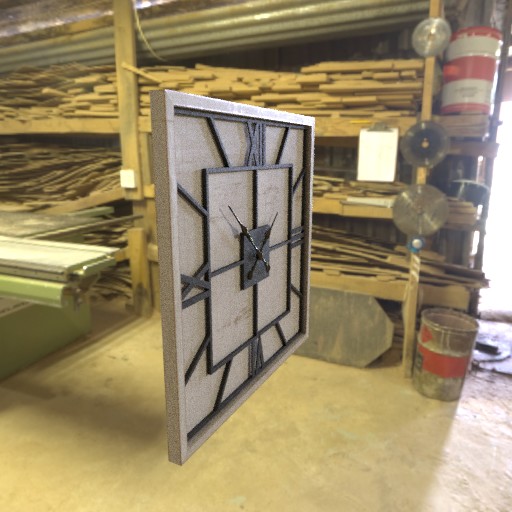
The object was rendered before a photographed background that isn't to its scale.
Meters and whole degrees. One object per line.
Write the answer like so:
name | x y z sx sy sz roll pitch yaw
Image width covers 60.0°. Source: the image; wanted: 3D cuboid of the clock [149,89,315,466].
clock | 0.000 0.000 1.109 0.032 0.705 0.705 7 15 27
